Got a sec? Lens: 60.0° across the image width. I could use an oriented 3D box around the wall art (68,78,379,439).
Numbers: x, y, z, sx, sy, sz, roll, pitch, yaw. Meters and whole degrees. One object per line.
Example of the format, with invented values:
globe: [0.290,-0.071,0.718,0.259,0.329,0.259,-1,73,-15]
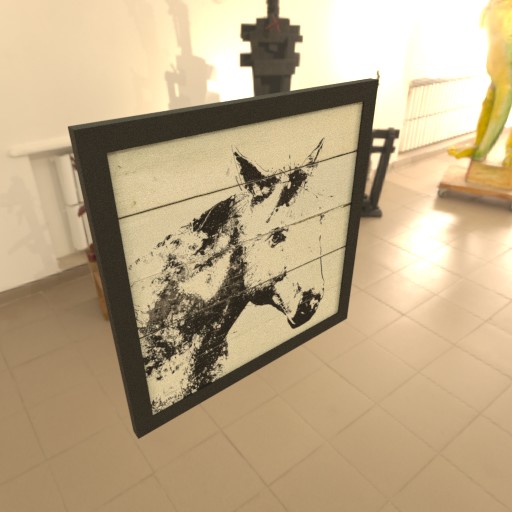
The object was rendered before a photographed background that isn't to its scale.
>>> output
wall art: [0.000,0.000,1.484,1.016,1.016,0.038,-22,37,-32]
